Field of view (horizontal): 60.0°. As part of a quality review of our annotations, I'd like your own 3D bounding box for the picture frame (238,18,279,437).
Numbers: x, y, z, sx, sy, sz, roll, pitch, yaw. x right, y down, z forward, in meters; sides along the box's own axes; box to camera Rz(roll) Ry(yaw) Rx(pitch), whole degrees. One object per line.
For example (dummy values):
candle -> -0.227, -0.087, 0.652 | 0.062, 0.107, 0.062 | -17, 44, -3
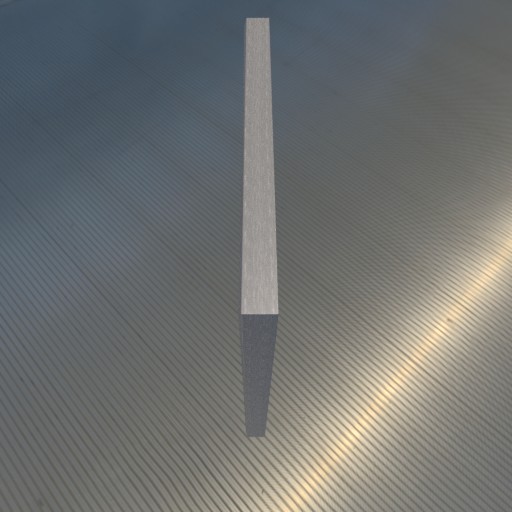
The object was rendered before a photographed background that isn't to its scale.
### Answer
picture frame -> 0.000, 0.000, 0.517 | 0.027, 0.378, 0.327 | 0, 57, 0
